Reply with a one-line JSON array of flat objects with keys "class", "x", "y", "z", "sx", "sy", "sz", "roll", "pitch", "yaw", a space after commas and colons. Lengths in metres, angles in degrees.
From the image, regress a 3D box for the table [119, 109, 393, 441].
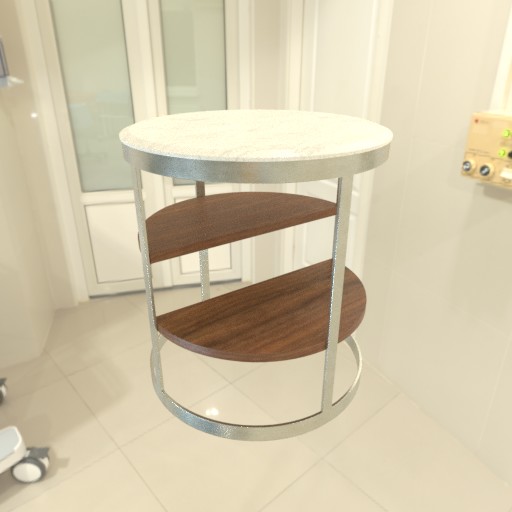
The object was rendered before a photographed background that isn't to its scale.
[{"class": "table", "x": 0.000, "y": 0.000, "z": 0.776, "sx": 0.407, "sy": 0.447, "sz": 0.407, "roll": 0, "pitch": 25, "yaw": 0}]
